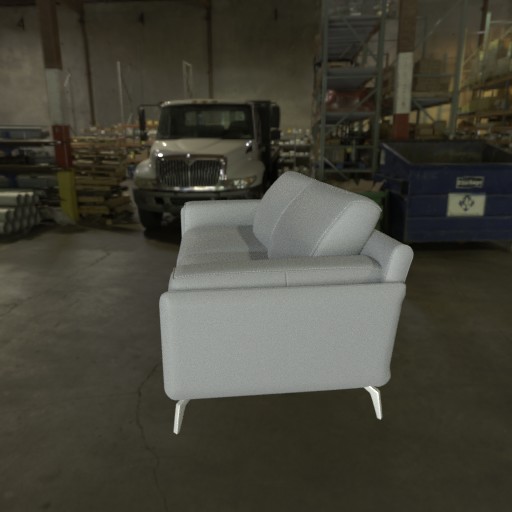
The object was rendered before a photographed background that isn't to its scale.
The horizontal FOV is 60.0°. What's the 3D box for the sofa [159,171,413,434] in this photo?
[{"bbox_3d":[0.000,0.000,2.667,0.969,0.900,2.100,-2,15,-7],"label":"sofa"}]
